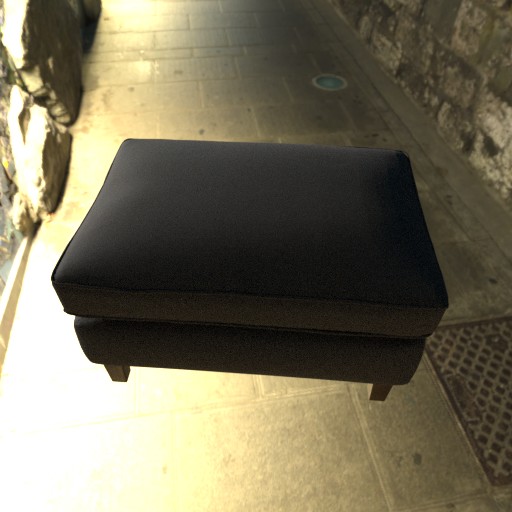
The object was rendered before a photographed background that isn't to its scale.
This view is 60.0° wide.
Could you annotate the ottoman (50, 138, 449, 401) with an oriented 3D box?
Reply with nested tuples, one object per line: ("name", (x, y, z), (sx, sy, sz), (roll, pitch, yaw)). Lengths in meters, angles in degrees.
("ottoman", (0.000, 0.000, 0.987), (0.686, 0.406, 0.508), (3, 46, 3))
